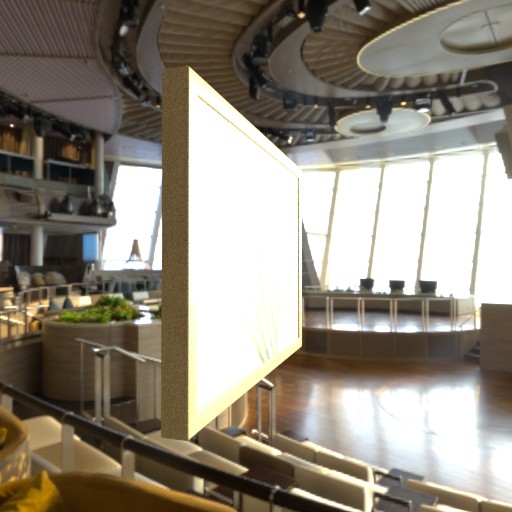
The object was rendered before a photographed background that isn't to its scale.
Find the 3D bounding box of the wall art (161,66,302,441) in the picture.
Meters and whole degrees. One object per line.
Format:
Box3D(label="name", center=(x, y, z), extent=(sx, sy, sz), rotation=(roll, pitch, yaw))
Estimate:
Box3D(label="wall art", center=(0.000, 0.000, 0.707), extent=(0.032, 0.381, 0.533), rotation=(0, -1, 18))
